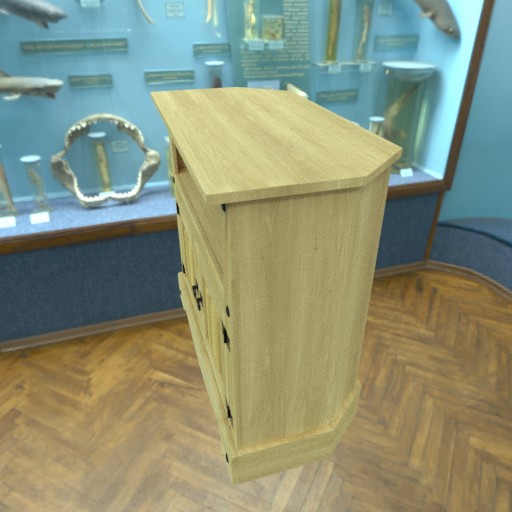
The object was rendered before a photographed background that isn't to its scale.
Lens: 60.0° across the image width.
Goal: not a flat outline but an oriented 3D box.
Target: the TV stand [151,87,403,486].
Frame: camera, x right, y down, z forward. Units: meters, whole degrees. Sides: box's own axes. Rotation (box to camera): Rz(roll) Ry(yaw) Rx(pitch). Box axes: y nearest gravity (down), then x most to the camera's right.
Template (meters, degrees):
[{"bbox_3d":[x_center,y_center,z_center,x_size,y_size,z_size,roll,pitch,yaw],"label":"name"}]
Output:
[{"bbox_3d":[0.000,0.000,1.287,0.425,0.781,0.851,-9,32,-15],"label":"TV stand"}]
